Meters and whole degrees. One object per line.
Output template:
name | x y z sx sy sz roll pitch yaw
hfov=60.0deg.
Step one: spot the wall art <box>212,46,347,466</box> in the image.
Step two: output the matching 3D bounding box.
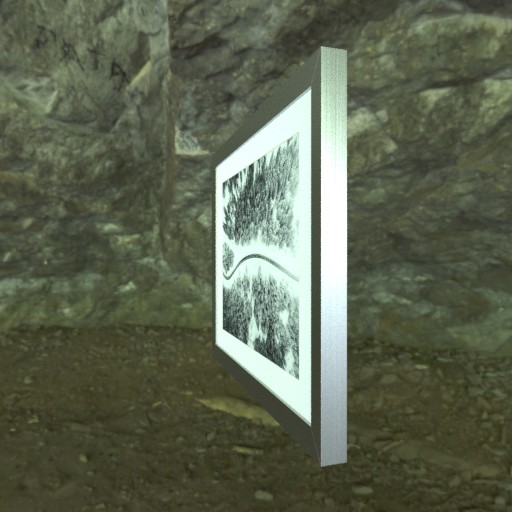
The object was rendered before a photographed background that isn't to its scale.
wall art | 0.000 0.000 0.750 0.032 0.456 0.557 0 0 -18
